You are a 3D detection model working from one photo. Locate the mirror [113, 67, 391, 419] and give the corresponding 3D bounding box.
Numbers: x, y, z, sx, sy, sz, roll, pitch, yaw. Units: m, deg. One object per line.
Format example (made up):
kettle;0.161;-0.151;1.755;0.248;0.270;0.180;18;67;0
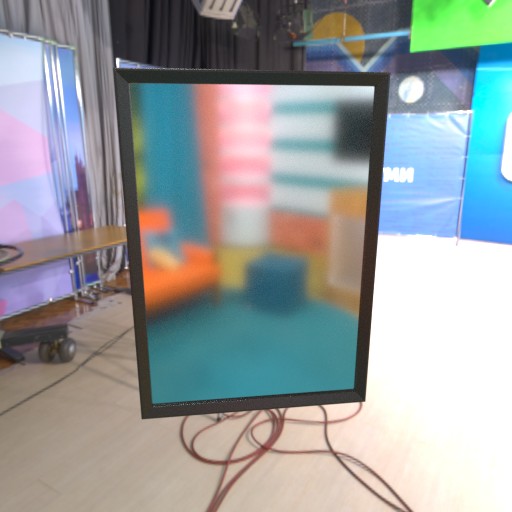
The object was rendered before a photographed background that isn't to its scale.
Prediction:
mirror;0.000;0.000;0.917;0.507;0.710;0.039;-2;16;-7
